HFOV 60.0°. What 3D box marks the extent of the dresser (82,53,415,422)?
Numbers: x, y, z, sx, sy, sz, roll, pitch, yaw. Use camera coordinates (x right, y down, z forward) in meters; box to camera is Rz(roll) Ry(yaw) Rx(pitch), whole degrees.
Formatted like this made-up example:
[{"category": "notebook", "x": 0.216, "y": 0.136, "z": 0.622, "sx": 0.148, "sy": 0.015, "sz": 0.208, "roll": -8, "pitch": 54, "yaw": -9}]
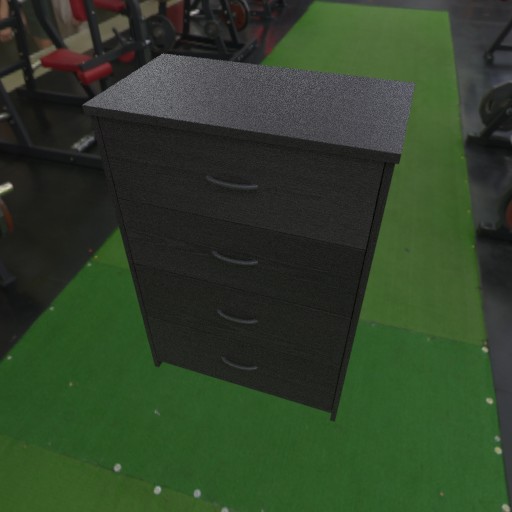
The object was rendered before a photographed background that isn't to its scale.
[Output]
[{"category": "dresser", "x": 0.000, "y": 0.000, "z": 1.386, "sx": 0.704, "sy": 1.020, "sz": 0.399, "roll": 13, "pitch": 43, "yaw": 14}]
